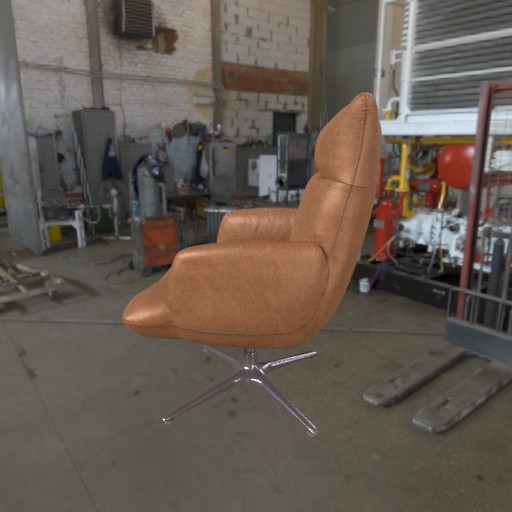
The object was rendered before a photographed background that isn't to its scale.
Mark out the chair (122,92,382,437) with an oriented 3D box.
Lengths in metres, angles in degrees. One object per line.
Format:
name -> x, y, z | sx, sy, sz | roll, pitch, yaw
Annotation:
chair -> 0.000, 0.000, 1.563 | 0.794, 1.027, 0.711 | 2, 15, 7
